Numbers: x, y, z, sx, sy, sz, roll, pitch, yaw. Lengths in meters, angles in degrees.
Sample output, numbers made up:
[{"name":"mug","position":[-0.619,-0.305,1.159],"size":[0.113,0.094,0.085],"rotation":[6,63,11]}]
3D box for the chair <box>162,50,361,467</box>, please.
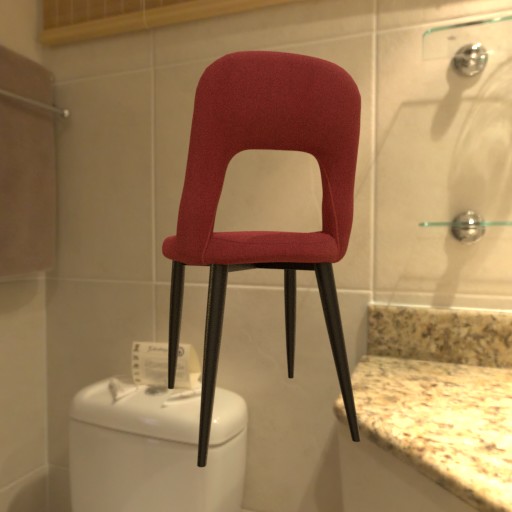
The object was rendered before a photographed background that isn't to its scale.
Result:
[{"name":"chair","position":[0.000,0.000,1.220],"size":[0.483,0.892,0.569],"rotation":[-1,2,-16]}]
